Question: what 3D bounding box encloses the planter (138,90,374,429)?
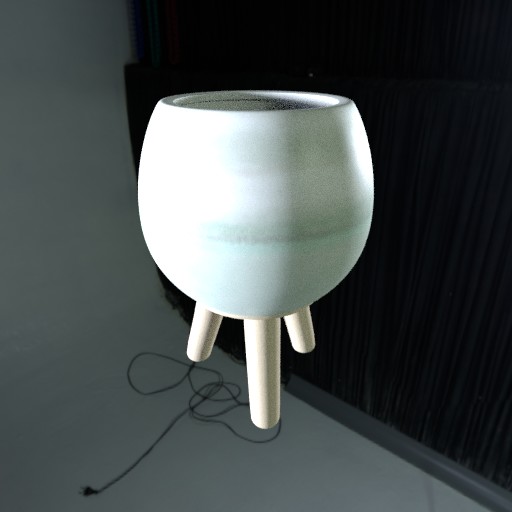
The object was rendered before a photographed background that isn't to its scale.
[{"bbox_3d":[0.000,0.000,0.333,0.161,0.224,0.161,0,25,0],"label":"planter"}]
